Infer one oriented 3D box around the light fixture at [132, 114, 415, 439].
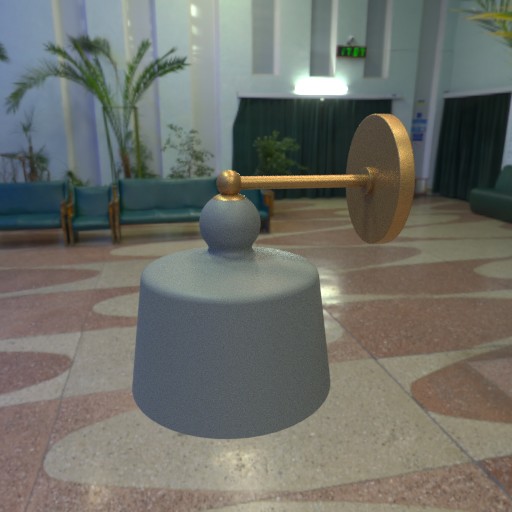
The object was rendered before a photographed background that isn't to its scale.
[{"bbox_3d":[0.000,0.000,0.436,0.254,0.268,0.204,-3,16,-10],"label":"light fixture"}]
